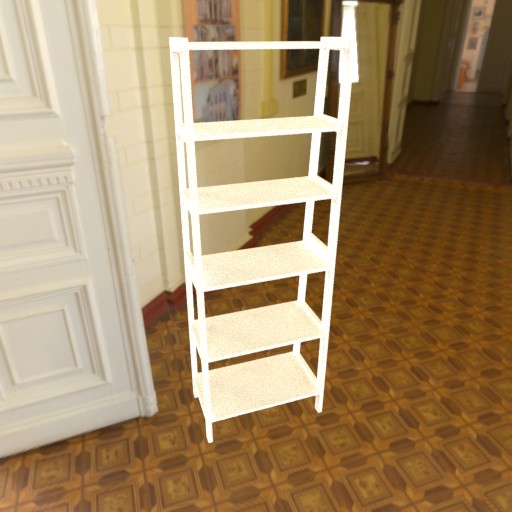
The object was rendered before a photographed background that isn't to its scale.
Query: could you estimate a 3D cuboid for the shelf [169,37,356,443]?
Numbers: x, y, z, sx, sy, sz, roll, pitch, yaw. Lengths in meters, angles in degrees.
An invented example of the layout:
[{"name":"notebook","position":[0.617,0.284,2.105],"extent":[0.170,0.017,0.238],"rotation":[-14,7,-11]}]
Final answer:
[{"name":"shelf","position":[0.000,0.000,2.137],"extent":[0.660,1.892,0.381],"rotation":[-9,28,-17]}]
